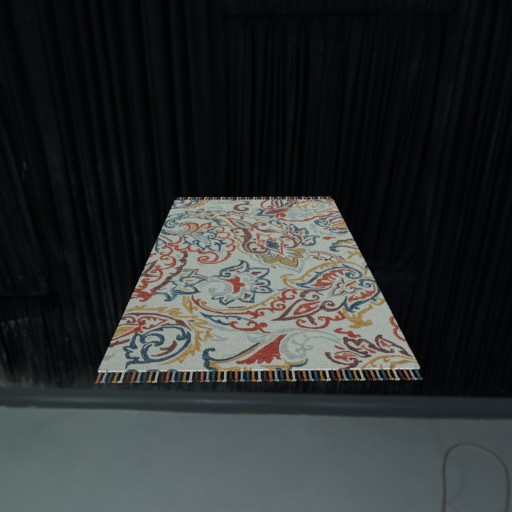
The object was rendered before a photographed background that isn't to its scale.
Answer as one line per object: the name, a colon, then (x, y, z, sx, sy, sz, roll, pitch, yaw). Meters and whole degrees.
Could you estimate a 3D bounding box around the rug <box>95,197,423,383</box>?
rug: (0.000, 0.000, 3.185, 1.523, 0.010, 2.584, 0, 26, -1)
